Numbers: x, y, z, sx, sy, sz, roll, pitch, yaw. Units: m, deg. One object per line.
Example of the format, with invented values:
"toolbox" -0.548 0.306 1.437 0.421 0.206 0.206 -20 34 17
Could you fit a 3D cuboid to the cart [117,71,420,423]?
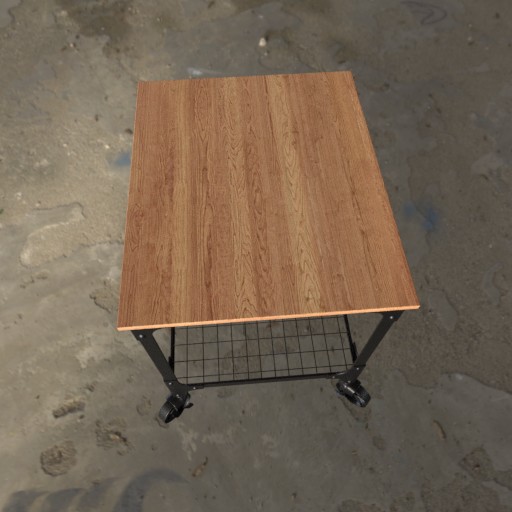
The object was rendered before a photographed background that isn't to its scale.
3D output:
"cart" 0.000 0.000 1.109 0.558 0.603 0.666 -4 59 -2
